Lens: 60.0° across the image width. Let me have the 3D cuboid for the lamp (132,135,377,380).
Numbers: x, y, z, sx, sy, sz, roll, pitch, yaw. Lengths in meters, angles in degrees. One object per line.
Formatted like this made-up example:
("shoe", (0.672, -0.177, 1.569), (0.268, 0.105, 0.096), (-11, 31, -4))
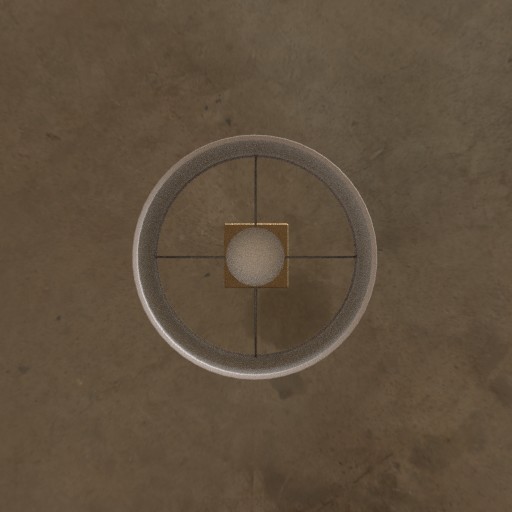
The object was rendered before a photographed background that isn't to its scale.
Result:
("lamp", (0.000, 0.000, 0.575), (0.251, 0.435, 0.251), (0, 90, 0))
